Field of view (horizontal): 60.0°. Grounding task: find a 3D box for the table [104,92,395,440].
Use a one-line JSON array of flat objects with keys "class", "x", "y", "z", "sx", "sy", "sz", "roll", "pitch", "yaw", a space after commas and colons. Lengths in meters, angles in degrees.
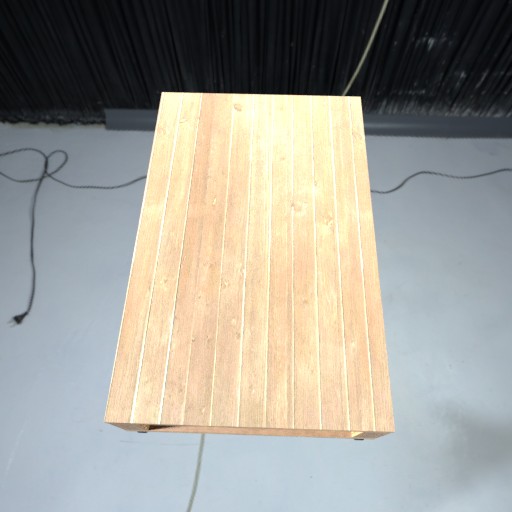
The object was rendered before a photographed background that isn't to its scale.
[{"class": "table", "x": 0.000, "y": 0.000, "z": 1.735, "sx": 0.827, "sy": 0.413, "sz": 1.299, "roll": 2, "pitch": 63, "yaw": 1}]
